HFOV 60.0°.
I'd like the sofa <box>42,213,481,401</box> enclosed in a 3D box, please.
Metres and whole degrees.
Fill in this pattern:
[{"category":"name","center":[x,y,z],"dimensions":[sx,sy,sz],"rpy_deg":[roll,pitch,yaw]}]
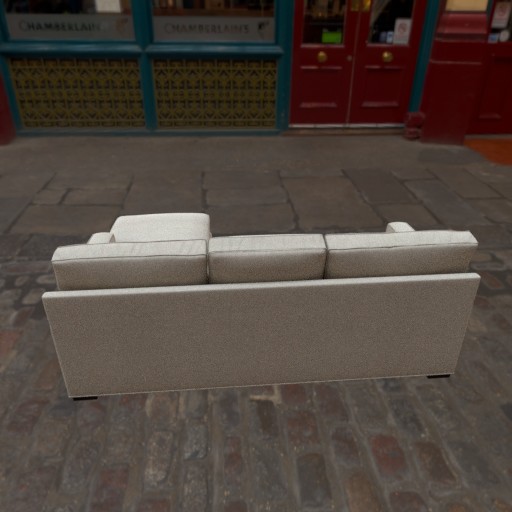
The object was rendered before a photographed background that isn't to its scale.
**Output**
[{"category":"sofa","center":[0.000,0.000,2.842],"dimensions":[2.087,0.861,1.496],"rpy_deg":[-2,29,-4]}]
